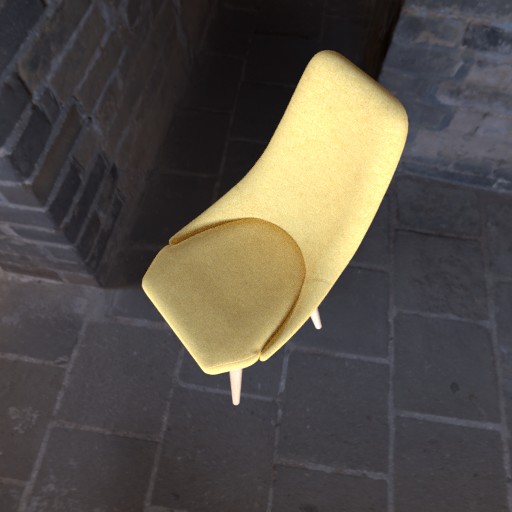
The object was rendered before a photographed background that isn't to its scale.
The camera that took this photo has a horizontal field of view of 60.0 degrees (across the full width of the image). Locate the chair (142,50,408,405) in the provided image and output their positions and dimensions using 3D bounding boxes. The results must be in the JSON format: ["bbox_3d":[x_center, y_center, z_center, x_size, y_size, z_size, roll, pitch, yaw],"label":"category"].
[{"bbox_3d":[0.000,0.000,1.378,0.660,1.040,0.510,-36,69,-16],"label":"chair"}]
